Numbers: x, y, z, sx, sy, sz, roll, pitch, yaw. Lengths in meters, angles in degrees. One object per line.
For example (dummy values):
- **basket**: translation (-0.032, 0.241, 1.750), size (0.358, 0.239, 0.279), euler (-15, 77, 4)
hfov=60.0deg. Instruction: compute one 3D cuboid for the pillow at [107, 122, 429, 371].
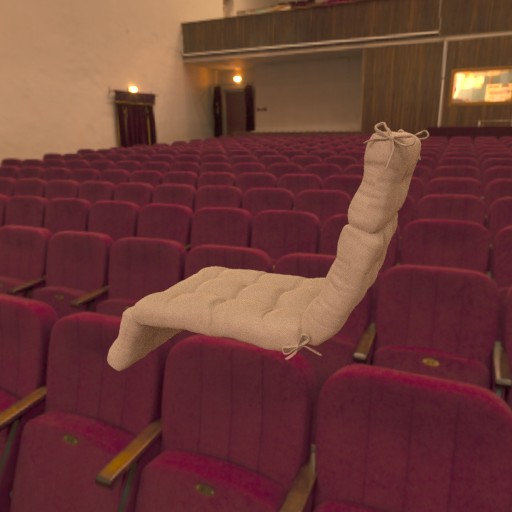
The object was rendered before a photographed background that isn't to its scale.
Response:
- **pillow**: translation (0.000, 0.000, 1.529), size (1.016, 0.863, 0.526), euler (7, 16, 23)
